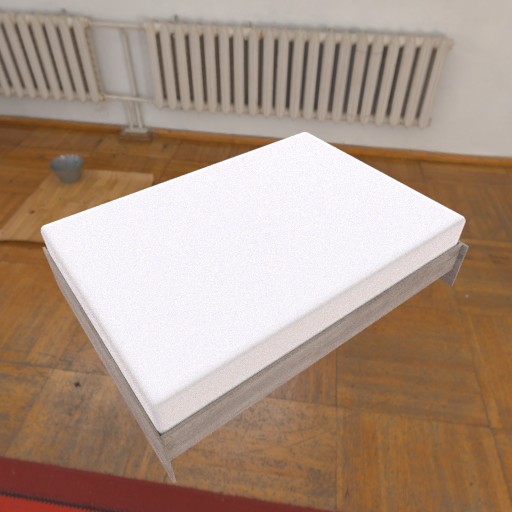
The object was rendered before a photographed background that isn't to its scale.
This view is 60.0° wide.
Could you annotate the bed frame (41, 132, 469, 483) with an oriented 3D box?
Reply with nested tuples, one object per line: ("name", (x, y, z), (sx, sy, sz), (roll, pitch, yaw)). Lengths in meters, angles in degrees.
("bed frame", (0.000, 0.000, 2.564), (1.945, 0.497, 1.445), (-26, 48, -27))
